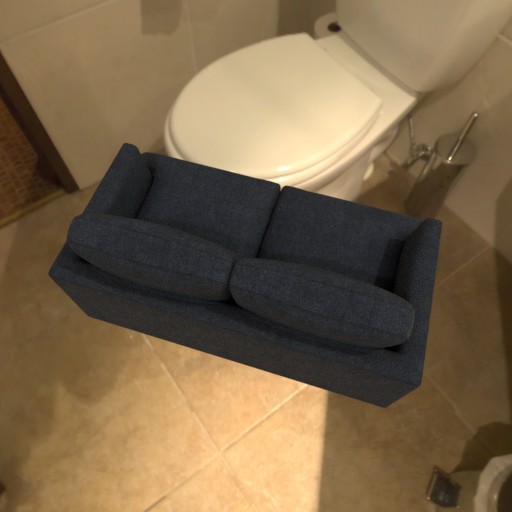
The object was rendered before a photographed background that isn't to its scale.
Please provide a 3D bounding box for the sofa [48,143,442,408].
[{"bbox_3d":[0.000,0.000,2.120,1.582,0.944,0.903,15,63,8],"label":"sofa"}]
